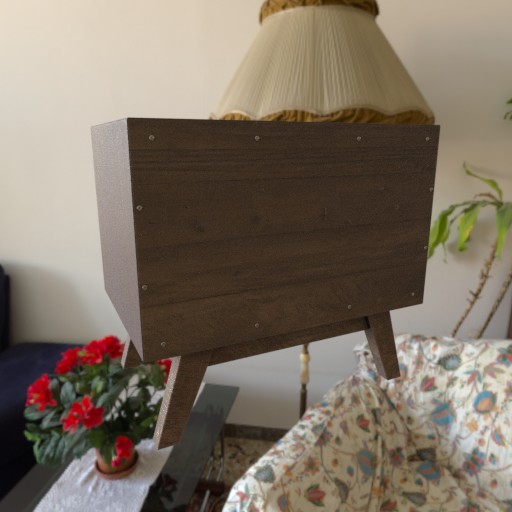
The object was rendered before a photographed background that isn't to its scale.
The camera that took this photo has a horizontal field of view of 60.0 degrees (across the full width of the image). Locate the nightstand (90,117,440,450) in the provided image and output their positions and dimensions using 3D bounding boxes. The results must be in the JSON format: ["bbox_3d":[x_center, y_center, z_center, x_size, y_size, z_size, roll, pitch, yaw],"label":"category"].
[{"bbox_3d":[0.000,0.000,1.063,0.650,0.599,0.450,-7,16,-26],"label":"nightstand"}]
